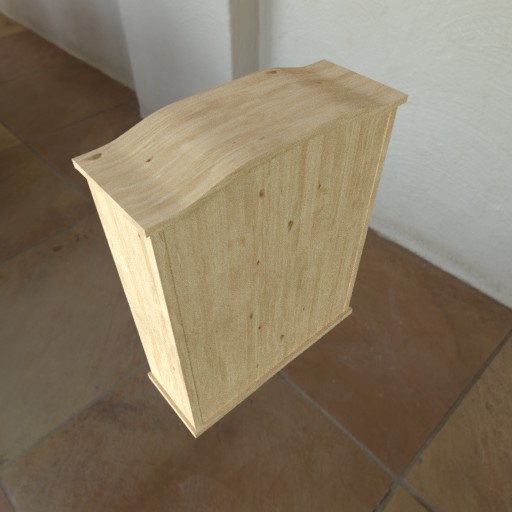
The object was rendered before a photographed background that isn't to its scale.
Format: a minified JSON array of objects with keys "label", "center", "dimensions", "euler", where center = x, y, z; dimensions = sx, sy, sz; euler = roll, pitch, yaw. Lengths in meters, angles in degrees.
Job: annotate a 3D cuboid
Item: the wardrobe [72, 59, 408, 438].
[{"label":"wardrobe","center":[0.000,0.000,2.619],"dimensions":[1.500,1.870,0.570],"euler":[-32,54,-27]}]
